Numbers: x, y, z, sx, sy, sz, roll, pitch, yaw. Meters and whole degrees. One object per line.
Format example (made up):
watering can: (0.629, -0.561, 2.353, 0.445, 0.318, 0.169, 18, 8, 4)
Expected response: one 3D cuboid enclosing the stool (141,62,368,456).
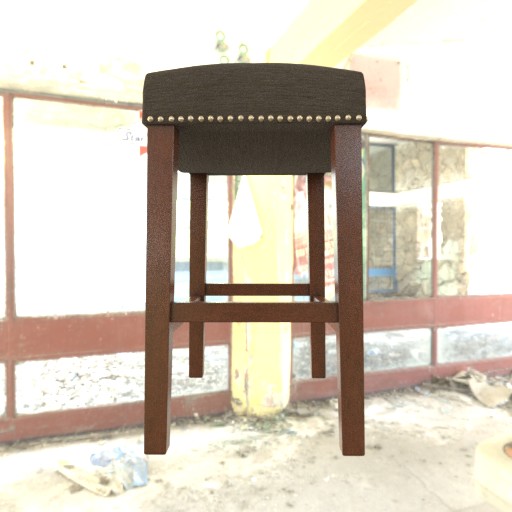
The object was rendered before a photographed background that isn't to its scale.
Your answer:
stool: (0.000, 0.000, 0.964, 0.372, 0.654, 0.504, 0, 1, 1)
